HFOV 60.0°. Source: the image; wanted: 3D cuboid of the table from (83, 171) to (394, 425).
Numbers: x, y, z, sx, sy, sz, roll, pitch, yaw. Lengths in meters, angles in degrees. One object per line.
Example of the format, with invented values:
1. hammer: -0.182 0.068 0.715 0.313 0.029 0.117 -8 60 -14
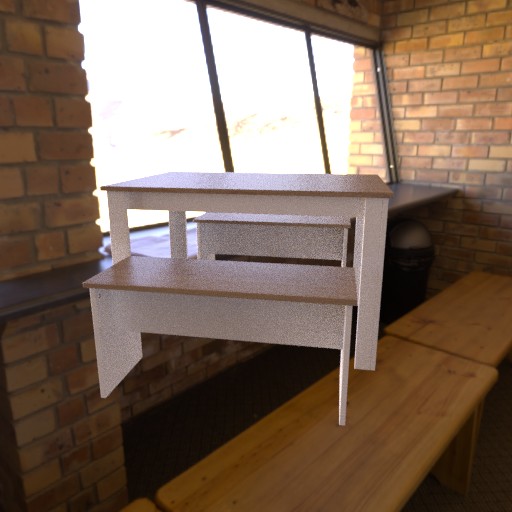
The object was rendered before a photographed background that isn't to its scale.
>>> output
1. table: 0.000 0.000 2.055 1.100 0.700 1.443 3 16 10
